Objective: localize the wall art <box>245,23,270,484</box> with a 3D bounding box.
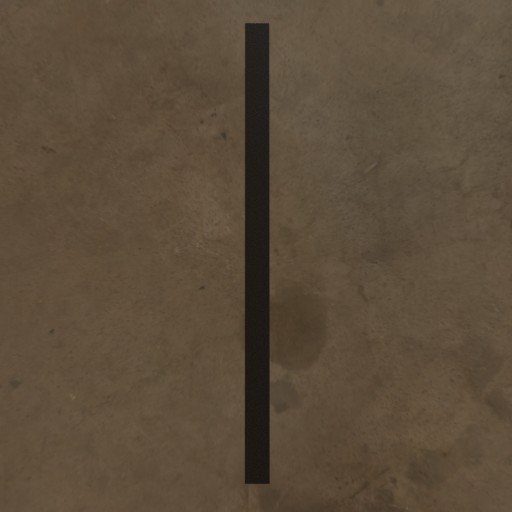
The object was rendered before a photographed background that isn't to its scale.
[{"bbox_3d":[0.000,0.000,0.748,0.028,0.511,0.513,0,89,0],"label":"wall art"}]
